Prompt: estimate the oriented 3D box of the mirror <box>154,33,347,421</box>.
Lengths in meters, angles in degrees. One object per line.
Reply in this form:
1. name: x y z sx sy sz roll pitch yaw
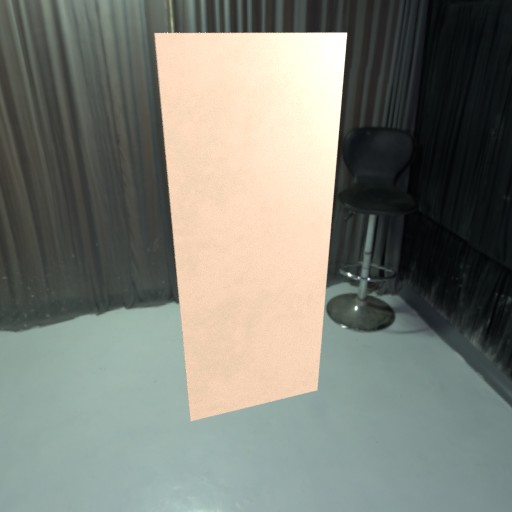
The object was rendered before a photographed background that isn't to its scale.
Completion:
1. mirror: 0.000 0.000 2.259 0.812 2.031 0.026 -8 28 -16
